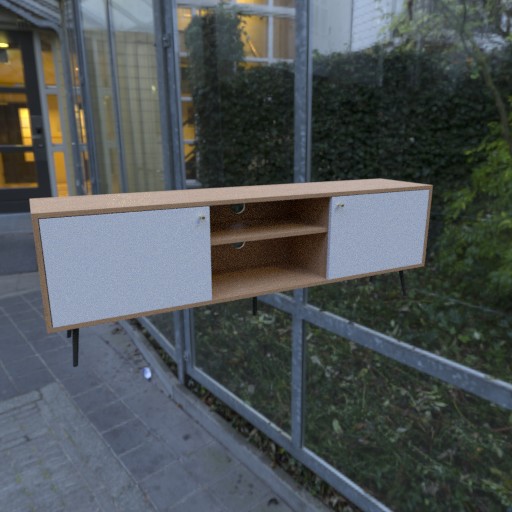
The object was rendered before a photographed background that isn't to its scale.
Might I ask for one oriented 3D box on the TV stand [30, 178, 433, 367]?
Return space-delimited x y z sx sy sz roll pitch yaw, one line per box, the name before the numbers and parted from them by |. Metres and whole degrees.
TV stand | 0.000 0.000 2.002 1.760 0.580 0.400 -8 17 -26
